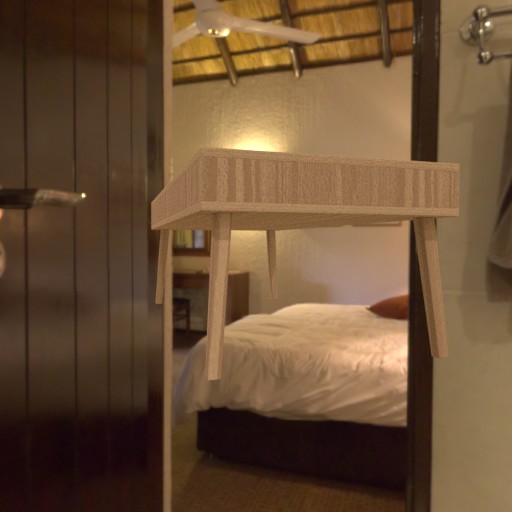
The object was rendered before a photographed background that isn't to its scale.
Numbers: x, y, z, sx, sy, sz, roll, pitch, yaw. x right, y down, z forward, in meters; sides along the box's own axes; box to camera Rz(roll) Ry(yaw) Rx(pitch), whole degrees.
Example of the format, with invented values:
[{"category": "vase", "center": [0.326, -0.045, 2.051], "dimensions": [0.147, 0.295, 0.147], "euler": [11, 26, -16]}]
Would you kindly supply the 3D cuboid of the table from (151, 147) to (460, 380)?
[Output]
[{"category": "table", "center": [0.000, 0.000, 1.503], "dimensions": [0.600, 0.450, 1.200], "euler": [-1, 2, -18]}]
